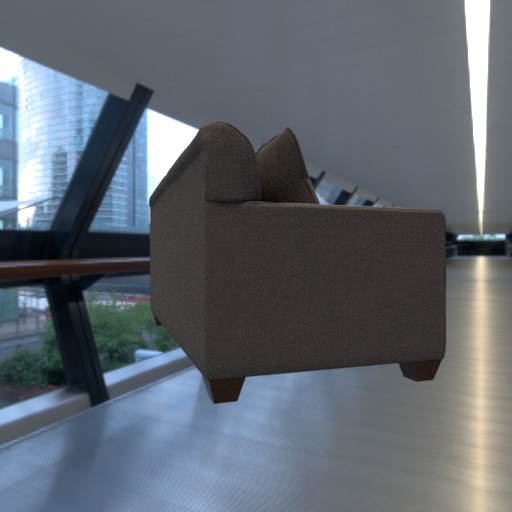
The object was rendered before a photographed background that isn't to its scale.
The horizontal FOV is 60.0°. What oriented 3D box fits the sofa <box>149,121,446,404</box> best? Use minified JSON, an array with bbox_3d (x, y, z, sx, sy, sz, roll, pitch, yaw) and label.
[{"bbox_3d":[0.000,0.000,2.416,1.000,0.958,1.846,0,0,-19],"label":"sofa"}]
